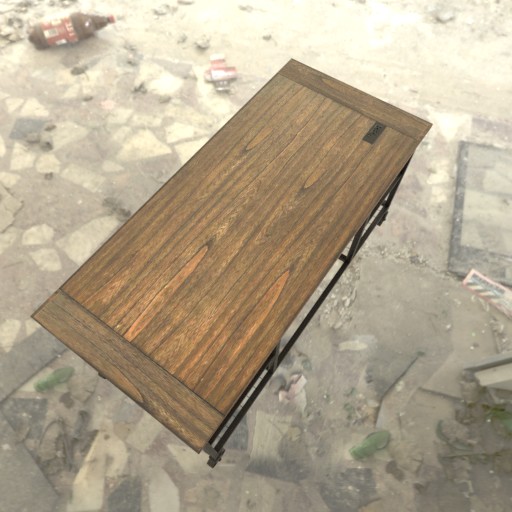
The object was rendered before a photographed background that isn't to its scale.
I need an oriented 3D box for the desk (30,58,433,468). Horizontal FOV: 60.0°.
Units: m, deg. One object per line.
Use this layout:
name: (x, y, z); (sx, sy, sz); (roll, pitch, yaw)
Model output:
desk: (0.000, 0.000, 1.986); (0.711, 0.751, 1.590); (32, 66, 16)
